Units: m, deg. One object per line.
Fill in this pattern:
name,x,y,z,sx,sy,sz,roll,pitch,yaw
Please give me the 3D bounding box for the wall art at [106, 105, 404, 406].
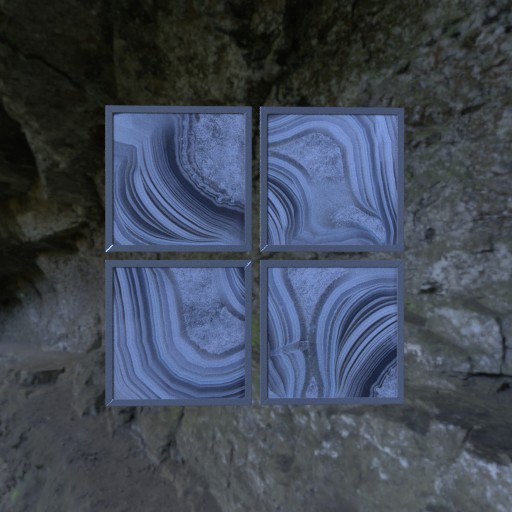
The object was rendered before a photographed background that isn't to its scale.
wall art,0.000,0.000,1.674,1.118,1.118,0.029,0,0,-1
